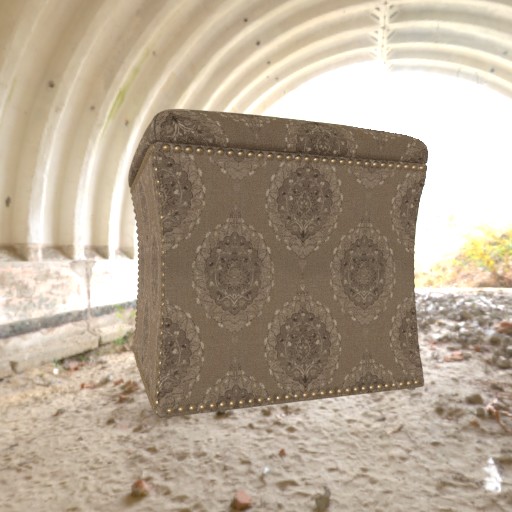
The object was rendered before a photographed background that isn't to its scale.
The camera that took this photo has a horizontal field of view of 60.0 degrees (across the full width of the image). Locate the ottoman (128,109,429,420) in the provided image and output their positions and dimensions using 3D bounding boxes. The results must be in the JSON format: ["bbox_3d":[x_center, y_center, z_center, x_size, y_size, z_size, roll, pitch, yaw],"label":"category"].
[{"bbox_3d":[0.000,0.000,0.924,0.497,0.473,0.507,0,0,-19],"label":"ottoman"}]
